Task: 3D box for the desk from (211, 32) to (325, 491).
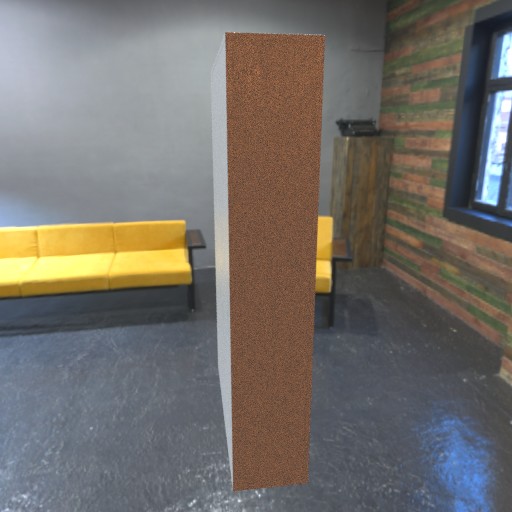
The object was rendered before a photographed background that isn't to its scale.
[{"bbox_3d":[0.000,0.000,1.557,0.250,1.280,0.750,-2,16,-8],"label":"desk"}]
